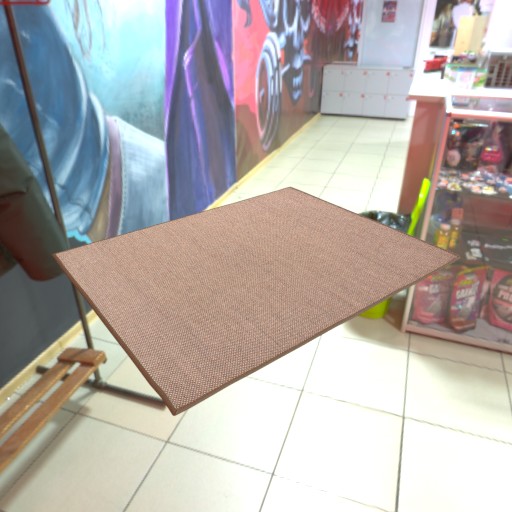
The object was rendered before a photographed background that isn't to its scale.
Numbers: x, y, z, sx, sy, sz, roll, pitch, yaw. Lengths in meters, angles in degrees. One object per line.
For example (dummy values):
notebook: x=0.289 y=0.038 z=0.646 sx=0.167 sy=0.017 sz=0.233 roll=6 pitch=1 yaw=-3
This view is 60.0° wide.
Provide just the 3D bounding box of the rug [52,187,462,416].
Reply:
rug: x=0.000 y=0.000 z=4.151 sx=3.041 sy=0.020 sz=2.413 roll=-21 pitch=35 yaw=-32
